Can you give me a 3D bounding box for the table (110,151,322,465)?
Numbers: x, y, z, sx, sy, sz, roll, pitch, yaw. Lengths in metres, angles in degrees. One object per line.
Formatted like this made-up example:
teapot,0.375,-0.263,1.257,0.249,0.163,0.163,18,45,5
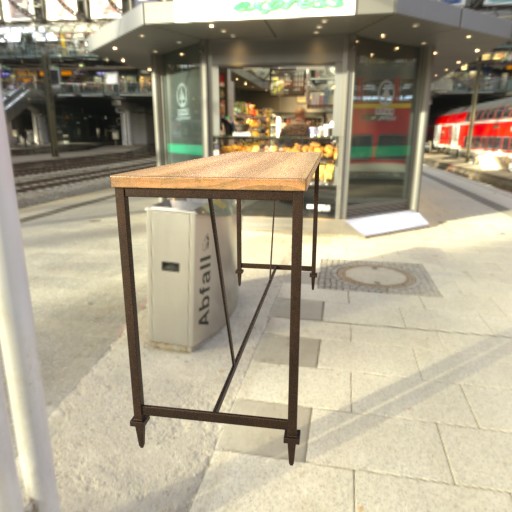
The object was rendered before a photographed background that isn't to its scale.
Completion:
table,0.000,0.000,2.113,0.551,0.902,1.700,3,16,9
